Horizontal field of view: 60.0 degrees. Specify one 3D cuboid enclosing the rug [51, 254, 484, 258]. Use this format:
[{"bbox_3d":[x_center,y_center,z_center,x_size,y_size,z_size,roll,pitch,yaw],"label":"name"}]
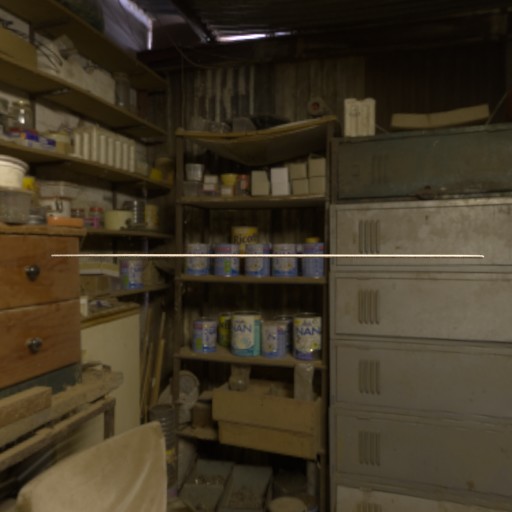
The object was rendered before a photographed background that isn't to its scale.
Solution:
[{"bbox_3d":[0.000,0.000,2.752,2.450,0.014,0.793,0,0,19],"label":"rug"}]
